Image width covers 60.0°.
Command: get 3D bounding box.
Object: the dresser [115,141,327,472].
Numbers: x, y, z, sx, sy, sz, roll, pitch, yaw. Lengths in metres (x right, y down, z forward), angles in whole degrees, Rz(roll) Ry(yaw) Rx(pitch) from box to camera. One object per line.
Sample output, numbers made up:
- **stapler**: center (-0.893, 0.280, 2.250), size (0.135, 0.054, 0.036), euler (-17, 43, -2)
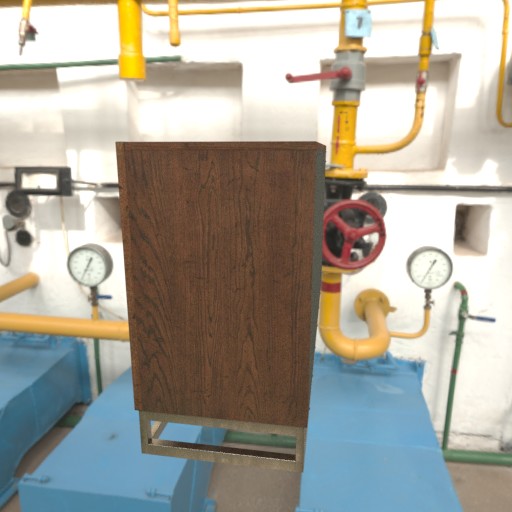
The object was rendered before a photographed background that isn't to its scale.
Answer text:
- **dresser**: center (0.000, 0.000, 2.172), size (0.623, 1.061, 1.646), euler (2, 14, 9)
